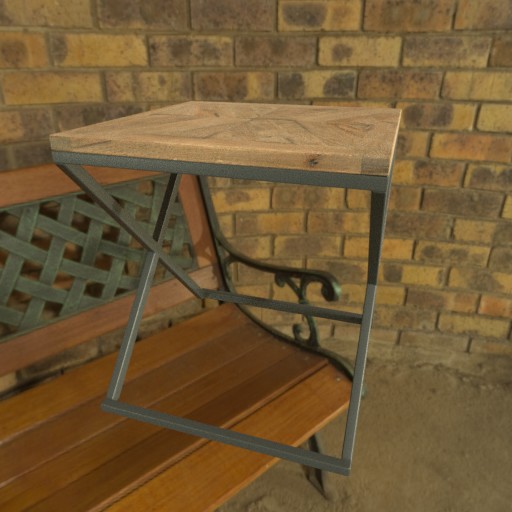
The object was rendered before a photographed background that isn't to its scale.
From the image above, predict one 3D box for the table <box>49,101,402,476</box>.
[{"bbox_3d":[0.000,0.000,0.925,0.499,0.550,0.498,8,26,16],"label":"table"}]
